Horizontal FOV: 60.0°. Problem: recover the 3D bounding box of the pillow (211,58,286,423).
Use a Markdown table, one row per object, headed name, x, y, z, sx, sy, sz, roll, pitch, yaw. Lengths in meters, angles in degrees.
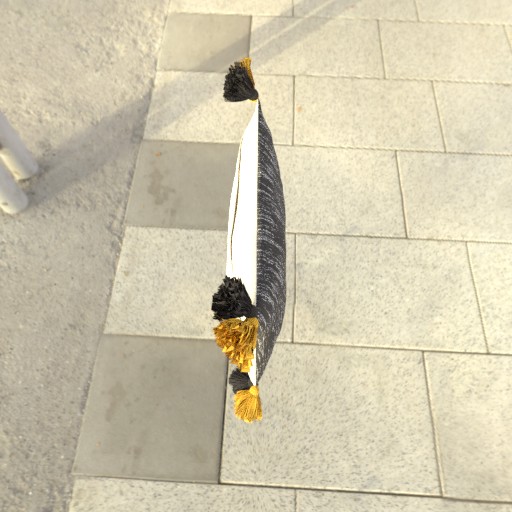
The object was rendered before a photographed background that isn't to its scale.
| name | x | y | z | sx | sy | sz | roll | pitch | yaw |
| --- | --- | --- | --- | --- | --- | --- | --- | --- | --- |
| pillow | 0.000 | 0.000 | 1.001 | 0.139 | 0.659 | 0.654 | 0 | 63 | 0 |
